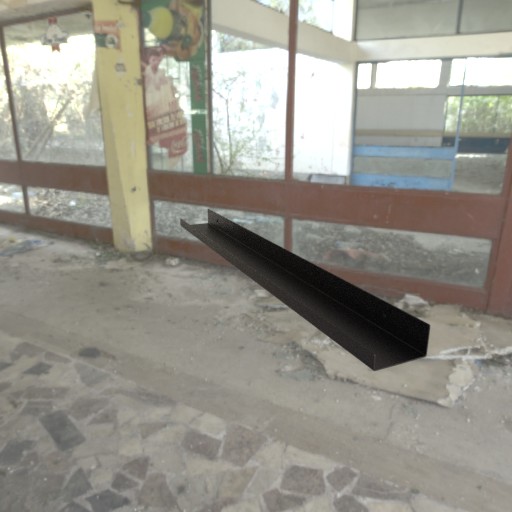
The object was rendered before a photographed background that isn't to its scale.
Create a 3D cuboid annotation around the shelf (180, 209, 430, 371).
[{"bbox_3d":[0.000,0.000,0.985,0.092,0.049,0.924,-8,18,-24],"label":"shelf"}]
